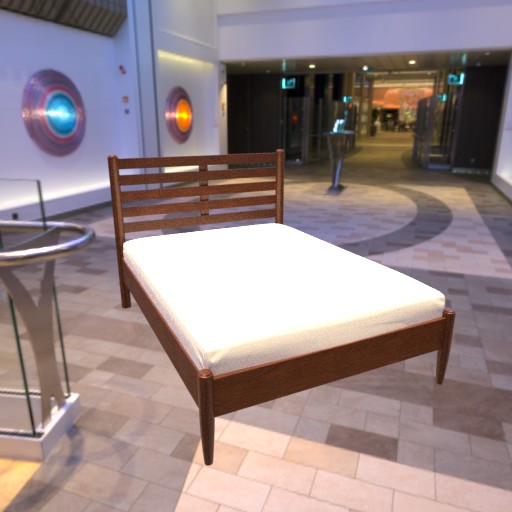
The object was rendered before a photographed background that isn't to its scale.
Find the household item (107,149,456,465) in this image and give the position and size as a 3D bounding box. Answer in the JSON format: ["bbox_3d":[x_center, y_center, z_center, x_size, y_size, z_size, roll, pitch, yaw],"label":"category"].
[{"bbox_3d":[0.000,0.000,3.261,1.663,1.356,2.232,-8,19,-25],"label":"household item"}]
